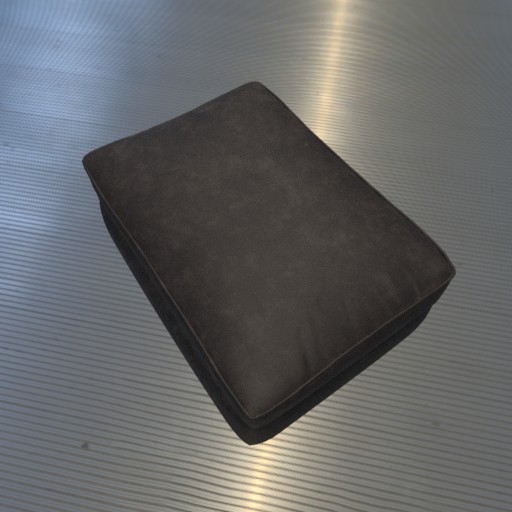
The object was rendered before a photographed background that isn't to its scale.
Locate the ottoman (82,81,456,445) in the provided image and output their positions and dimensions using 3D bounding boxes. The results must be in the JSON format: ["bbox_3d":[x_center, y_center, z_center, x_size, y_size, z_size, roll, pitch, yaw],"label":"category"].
[{"bbox_3d":[0.000,0.000,1.005,0.501,0.413,0.665,-30,63,-17],"label":"ottoman"}]
